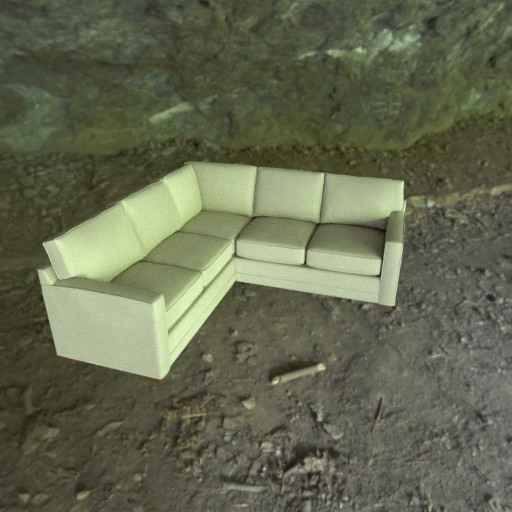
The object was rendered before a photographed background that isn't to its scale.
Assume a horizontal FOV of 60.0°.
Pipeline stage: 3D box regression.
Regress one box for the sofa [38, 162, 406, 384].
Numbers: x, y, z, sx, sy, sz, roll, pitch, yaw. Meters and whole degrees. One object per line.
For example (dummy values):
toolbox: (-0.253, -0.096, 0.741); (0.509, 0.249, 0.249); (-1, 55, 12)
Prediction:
sofa: (0.000, 0.000, 3.490); (2.189, 0.939, 2.182); (8, 27, 16)
